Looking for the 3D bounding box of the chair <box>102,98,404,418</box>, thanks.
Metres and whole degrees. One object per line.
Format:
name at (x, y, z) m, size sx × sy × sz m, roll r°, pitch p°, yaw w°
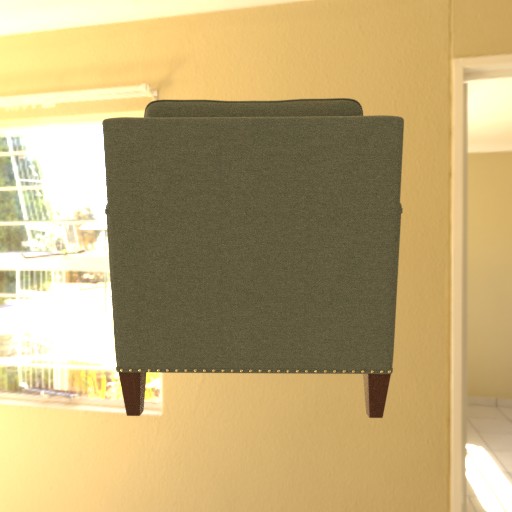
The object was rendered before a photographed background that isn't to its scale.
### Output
chair at (0.000, 0.000, 1.761) m, size 0.885 × 1.031 × 1.031 m, roll 0°, pitch 0°, yaw 1°
